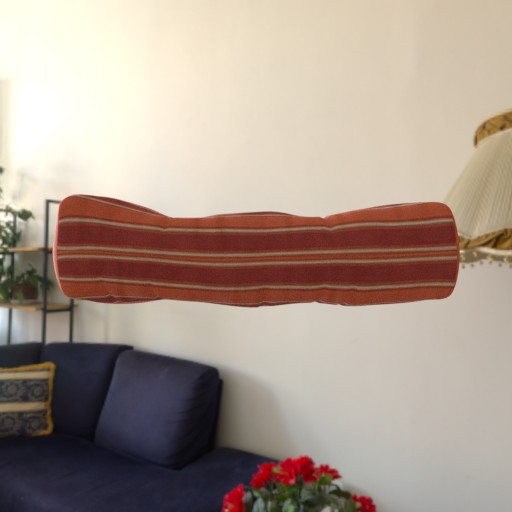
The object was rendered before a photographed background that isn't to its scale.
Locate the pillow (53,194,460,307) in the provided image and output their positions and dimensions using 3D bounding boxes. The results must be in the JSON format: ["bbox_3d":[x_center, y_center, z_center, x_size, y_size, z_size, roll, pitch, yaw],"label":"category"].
[{"bbox_3d":[0.000,0.000,0.721,0.468,0.133,0.490,0,-1,-1],"label":"pillow"}]
